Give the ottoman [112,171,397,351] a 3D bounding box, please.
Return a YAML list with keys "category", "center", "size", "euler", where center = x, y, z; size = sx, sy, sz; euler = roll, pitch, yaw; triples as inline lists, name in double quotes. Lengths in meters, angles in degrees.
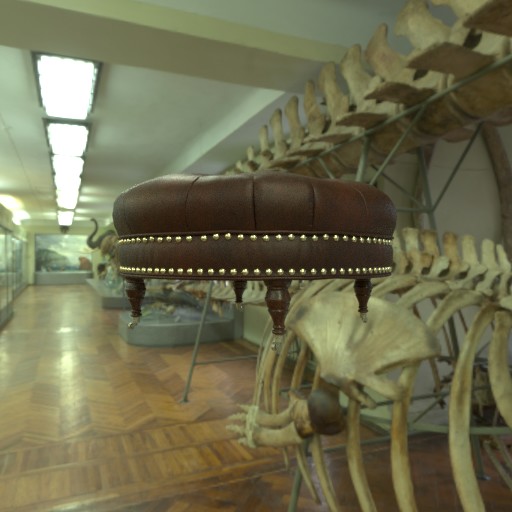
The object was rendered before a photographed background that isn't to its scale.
- category: "ottoman"
  center: [0.000, 0.000, 1.445]
  size: [0.901, 0.455, 0.901]
  euler: [0, 0, 0]
